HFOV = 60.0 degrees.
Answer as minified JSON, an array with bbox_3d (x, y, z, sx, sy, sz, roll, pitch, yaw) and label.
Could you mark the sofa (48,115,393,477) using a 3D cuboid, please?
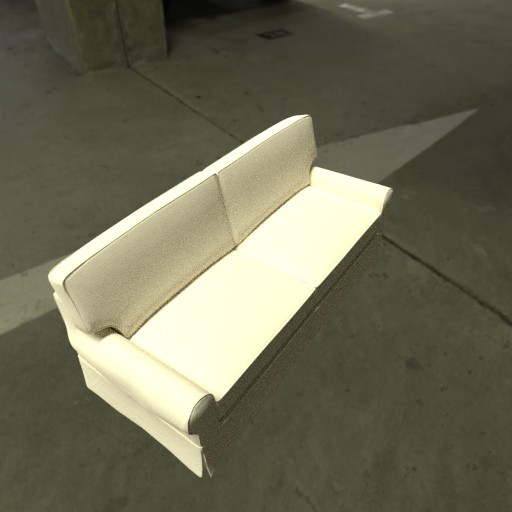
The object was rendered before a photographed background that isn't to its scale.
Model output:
[{"bbox_3d":[0.000,0.000,2.513,0.862,0.937,2.021,25,47,26],"label":"sofa"}]
